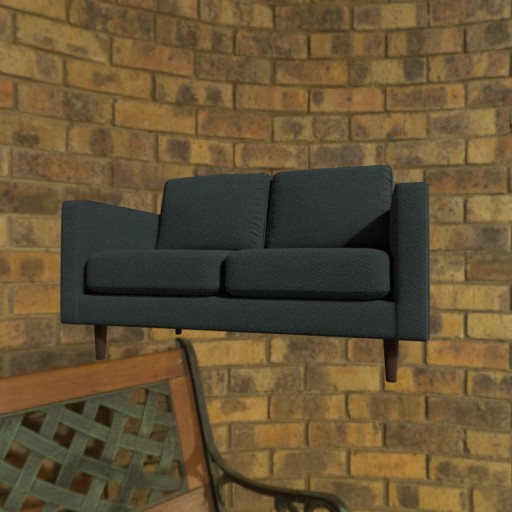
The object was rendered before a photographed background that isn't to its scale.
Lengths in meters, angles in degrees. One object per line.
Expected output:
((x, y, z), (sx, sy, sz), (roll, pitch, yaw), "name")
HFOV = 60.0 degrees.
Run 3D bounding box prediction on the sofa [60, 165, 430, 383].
((0.000, 0.000, 2.152), (1.518, 0.930, 0.999), (0, -1, 18), "sofa")
